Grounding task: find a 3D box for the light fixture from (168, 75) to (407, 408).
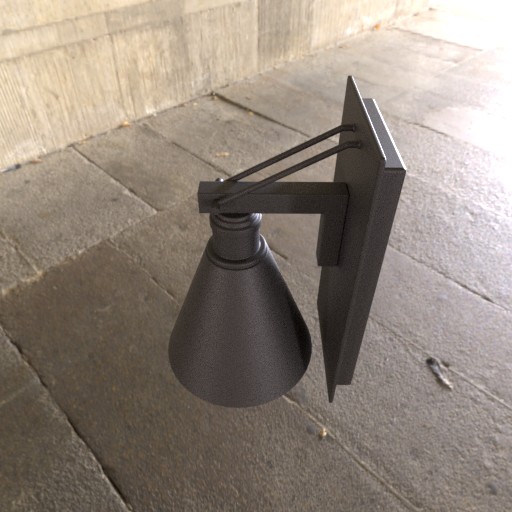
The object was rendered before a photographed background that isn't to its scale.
[{"bbox_3d":[0.000,0.000,0.435,0.207,0.298,0.170,0,42,0],"label":"light fixture"}]
